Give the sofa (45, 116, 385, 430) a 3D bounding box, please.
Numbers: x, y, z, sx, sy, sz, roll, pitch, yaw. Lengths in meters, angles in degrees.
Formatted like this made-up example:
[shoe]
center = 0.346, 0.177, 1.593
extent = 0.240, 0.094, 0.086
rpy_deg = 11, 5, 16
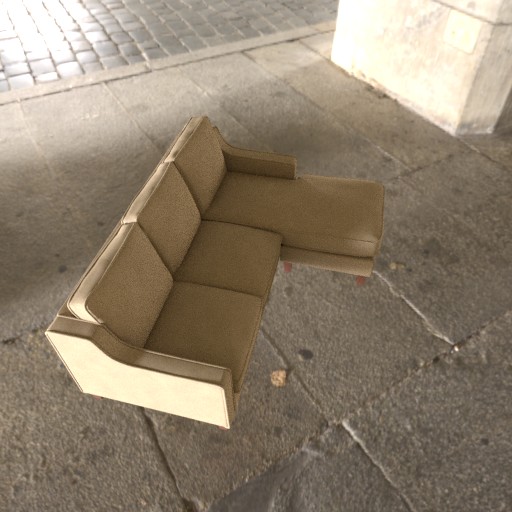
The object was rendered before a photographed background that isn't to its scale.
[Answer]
[sofa]
center = 0.000, 0.000, 3.320
extent = 1.858, 1.066, 2.317
rpy_deg = 10, 47, 9
